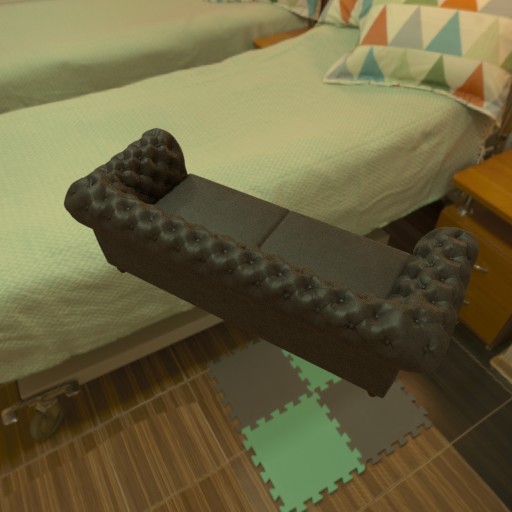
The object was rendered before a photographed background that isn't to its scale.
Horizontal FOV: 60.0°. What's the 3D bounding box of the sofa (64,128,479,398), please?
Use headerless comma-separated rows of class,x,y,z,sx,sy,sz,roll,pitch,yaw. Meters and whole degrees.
sofa,0.000,0.000,2.816,2.385,0.783,0.944,23,50,20
